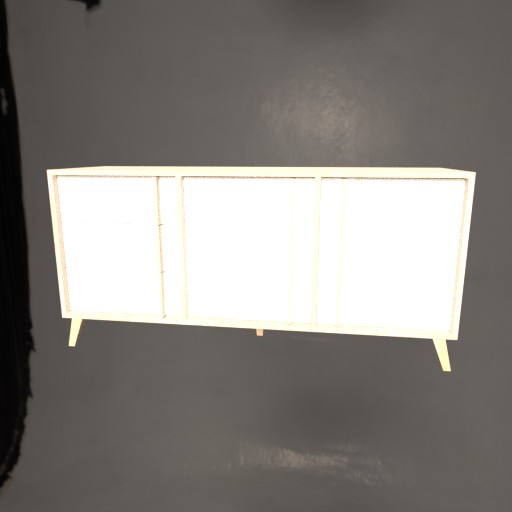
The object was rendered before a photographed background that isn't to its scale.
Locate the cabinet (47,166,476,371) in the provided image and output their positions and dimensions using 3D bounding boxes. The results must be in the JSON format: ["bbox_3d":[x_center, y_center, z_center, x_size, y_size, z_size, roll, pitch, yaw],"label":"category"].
[{"bbox_3d":[0.000,0.000,2.018,1.649,0.780,0.500,2,13,8],"label":"cabinet"}]
